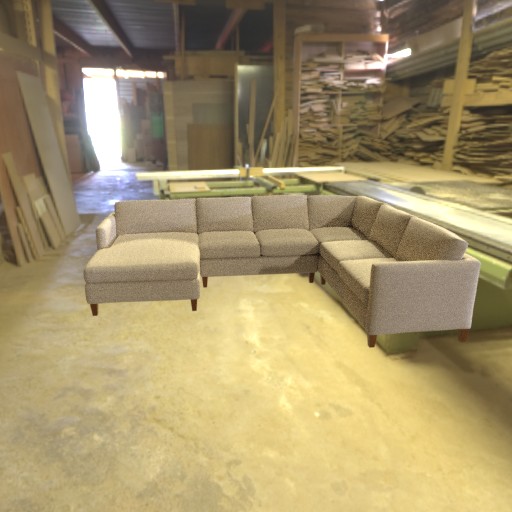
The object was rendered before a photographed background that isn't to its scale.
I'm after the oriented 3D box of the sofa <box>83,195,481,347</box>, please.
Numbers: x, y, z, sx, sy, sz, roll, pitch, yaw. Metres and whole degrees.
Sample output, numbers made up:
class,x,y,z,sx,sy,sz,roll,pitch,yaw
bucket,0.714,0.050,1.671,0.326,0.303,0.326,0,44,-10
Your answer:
class,x,y,z,sx,sy,sz,roll,pitch,yaw
sofa,0.000,0.000,4.715,3.460,0.961,2.594,-2,17,-7
